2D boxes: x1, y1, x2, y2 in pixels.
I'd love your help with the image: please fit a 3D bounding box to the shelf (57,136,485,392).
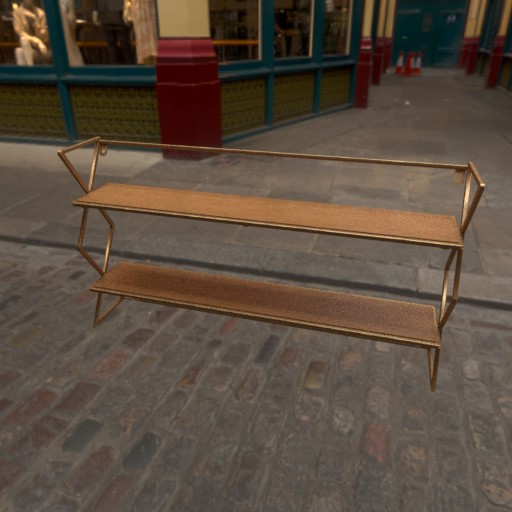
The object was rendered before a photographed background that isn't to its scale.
[{"bbox_3d":[0.000,0.000,0.989,0.822,0.450,0.150,7,28,14],"label":"shelf"}]
